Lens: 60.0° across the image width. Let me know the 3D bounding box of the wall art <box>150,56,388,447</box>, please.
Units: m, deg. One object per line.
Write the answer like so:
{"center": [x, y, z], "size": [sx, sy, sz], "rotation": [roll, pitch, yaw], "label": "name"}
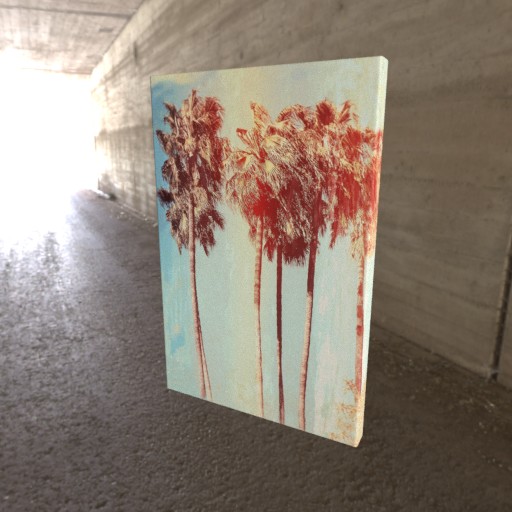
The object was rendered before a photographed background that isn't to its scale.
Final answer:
{"center": [0.000, 0.000, 0.773], "size": [0.401, 0.610, 0.038], "rotation": [7, 16, 27], "label": "wall art"}
